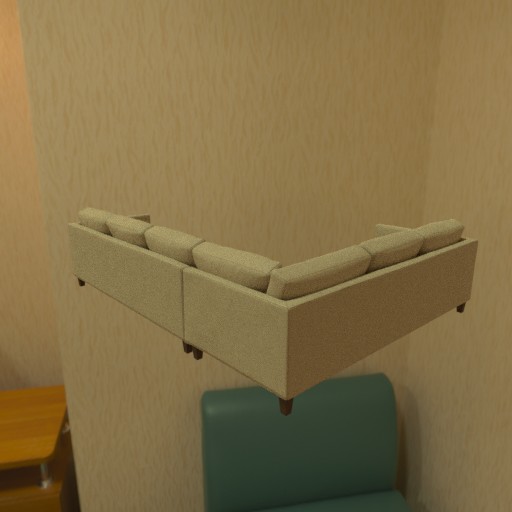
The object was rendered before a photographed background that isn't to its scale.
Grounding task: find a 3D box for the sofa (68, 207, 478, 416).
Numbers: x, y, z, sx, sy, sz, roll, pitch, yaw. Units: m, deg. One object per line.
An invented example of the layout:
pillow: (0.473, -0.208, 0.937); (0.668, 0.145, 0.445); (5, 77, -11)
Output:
sofa: (0.000, 0.000, 4.311); (2.432, 0.863, 3.182); (-13, 20, -40)
